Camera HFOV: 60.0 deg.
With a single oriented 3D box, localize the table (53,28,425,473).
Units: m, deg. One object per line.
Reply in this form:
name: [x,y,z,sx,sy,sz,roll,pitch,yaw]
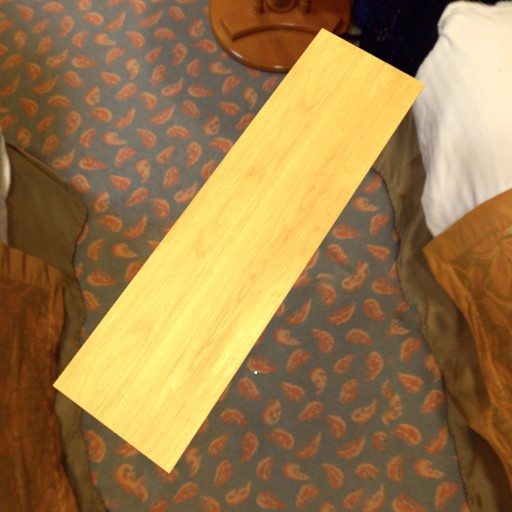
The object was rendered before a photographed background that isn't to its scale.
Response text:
table: [0.000,0.000,1.526,0.350,0.730,1.240,33,78,8]
